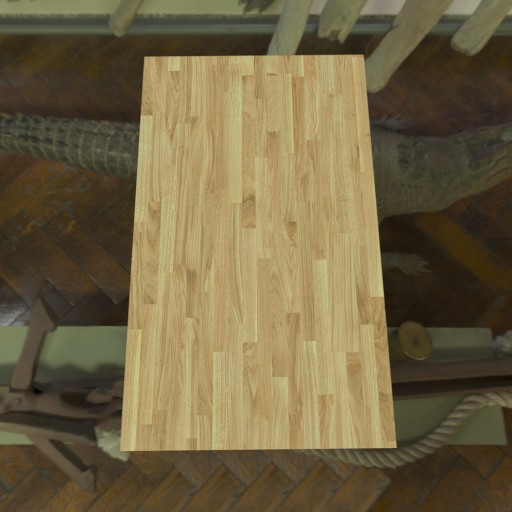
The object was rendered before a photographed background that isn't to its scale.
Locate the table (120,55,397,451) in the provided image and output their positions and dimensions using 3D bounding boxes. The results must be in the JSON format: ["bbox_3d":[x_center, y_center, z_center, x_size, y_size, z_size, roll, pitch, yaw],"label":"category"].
[{"bbox_3d":[0.000,0.000,2.003,0.900,0.770,1.500,-1,75,0],"label":"table"}]
